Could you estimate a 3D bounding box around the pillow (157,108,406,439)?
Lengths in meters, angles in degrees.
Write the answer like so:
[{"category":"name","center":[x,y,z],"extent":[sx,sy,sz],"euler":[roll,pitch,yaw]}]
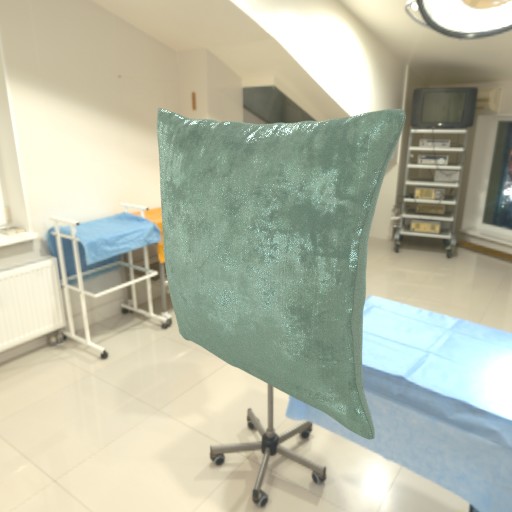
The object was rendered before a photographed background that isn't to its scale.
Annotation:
[{"category":"pillow","center":[0.000,0.000,0.727],"extent":[0.470,0.464,0.175],"euler":[16,24,40]}]
